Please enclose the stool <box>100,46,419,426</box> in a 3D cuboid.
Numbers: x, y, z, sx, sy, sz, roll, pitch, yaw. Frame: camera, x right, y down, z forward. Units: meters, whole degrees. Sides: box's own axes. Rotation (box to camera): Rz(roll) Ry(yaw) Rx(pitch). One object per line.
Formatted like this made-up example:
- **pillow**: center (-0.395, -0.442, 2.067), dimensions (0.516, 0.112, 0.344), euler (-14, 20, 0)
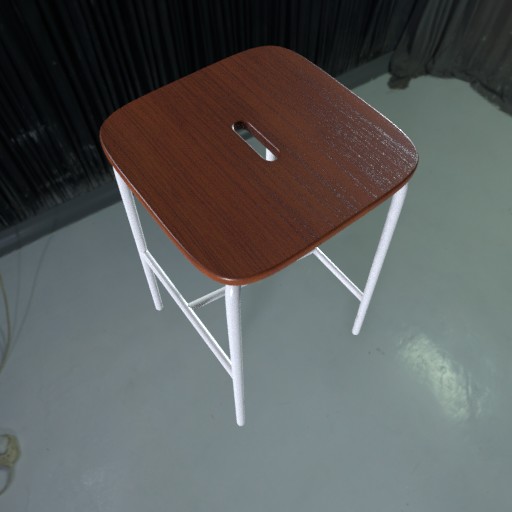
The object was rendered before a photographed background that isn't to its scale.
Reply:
- **stool**: center (0.000, 0.000, 0.875), dimensions (0.376, 0.610, 0.376), euler (-33, 64, -19)
